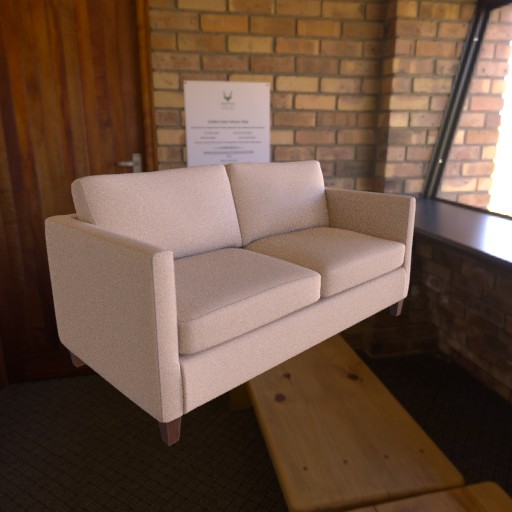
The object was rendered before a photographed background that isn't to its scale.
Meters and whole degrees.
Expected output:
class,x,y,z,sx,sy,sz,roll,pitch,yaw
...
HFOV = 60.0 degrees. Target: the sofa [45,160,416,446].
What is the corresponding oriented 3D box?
class,x,y,z,sx,sy,sz,roll,pitch,yaw
sofa,0.000,0.000,2.226,1.722,0.888,0.873,-15,22,-43
